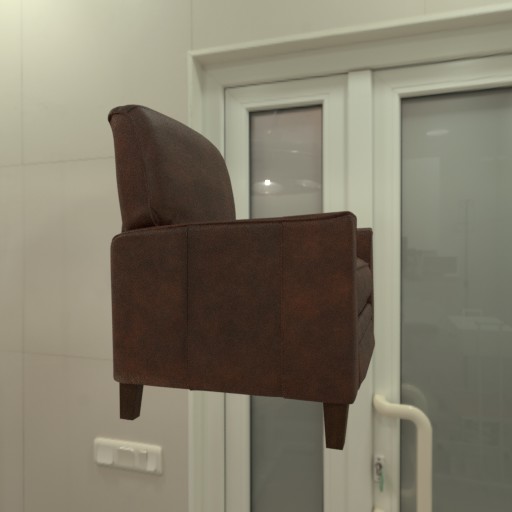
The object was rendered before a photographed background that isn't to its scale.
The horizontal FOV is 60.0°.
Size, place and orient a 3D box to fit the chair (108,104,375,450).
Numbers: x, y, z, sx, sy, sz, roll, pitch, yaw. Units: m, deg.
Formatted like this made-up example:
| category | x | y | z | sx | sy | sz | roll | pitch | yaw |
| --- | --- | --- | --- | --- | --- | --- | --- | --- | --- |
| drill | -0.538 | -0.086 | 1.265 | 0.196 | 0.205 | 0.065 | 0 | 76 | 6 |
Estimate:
| category | x | y | z | sx | sy | sz | roll | pitch | yaw |
| --- | --- | --- | --- | --- | --- | --- | --- | --- | --- |
| chair | 0.000 | 0.000 | 1.651 | 0.836 | 1.043 | 0.843 | 0 | 0 | 18 |
